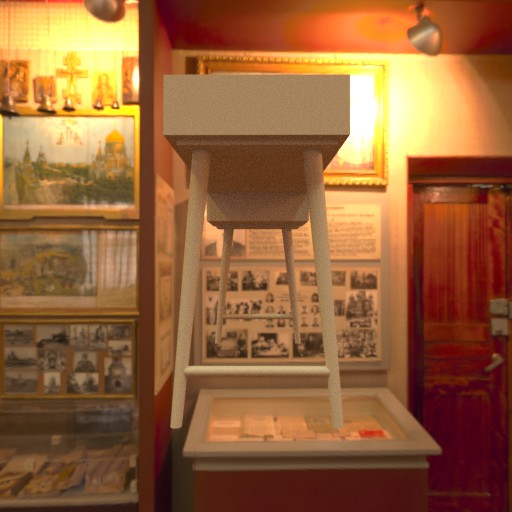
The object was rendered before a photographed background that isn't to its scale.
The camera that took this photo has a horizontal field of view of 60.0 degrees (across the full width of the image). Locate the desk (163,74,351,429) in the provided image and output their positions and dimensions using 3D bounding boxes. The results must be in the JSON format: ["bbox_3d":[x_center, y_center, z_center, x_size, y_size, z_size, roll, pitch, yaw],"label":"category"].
[{"bbox_3d":[0.000,0.000,1.473,0.409,0.761,1.069,0,-1,0],"label":"desk"}]
